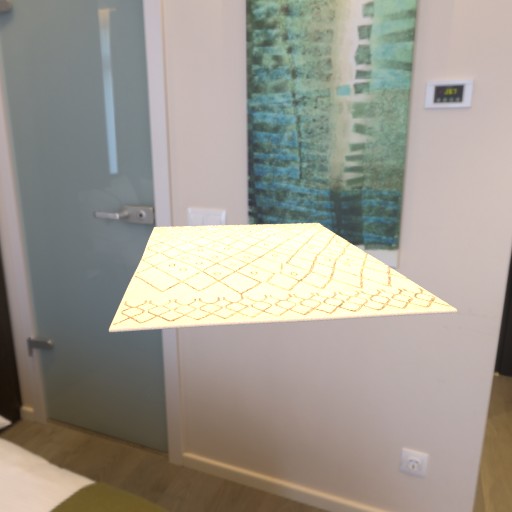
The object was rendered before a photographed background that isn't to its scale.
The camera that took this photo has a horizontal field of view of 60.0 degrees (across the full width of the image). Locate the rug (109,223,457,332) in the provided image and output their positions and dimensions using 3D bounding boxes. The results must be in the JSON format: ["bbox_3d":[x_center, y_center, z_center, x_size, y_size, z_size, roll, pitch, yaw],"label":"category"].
[{"bbox_3d":[0.000,0.000,2.396,1.222,0.015,1.828,-2,14,-8],"label":"rug"}]
